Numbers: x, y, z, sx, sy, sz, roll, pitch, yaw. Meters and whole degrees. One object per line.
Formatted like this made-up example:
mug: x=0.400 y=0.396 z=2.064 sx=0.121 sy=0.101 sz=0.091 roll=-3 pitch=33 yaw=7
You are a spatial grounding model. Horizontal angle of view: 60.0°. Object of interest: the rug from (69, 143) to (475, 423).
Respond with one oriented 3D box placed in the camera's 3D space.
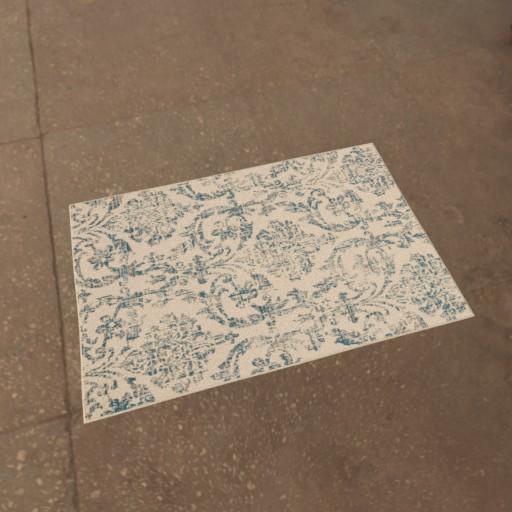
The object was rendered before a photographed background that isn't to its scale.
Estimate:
rug: x=0.000 y=0.000 z=2.296 sx=1.831 sy=0.012 sz=1.213 roll=-13 pitch=59 yaw=-8
